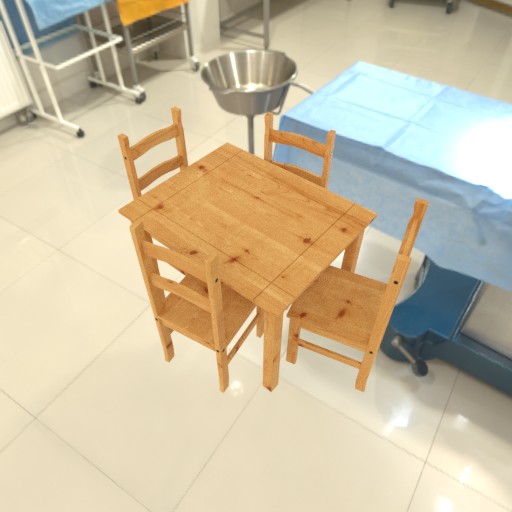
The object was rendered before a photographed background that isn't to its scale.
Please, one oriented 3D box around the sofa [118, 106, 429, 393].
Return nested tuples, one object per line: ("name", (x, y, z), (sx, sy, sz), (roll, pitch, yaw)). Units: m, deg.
("sofa", (0.000, 0.000, 2.321), (1.529, 1.000, 1.144), (31, 54, 26))
